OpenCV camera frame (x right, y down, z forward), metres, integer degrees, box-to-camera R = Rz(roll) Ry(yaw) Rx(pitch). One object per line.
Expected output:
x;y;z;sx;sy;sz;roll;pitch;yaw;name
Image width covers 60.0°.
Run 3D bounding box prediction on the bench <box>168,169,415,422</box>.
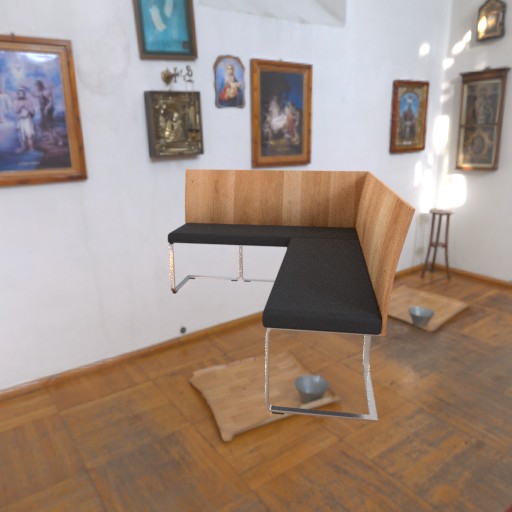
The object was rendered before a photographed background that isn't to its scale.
0.000;0.000;2.785;1.495;0.930;1.945;2;15;9;bench
